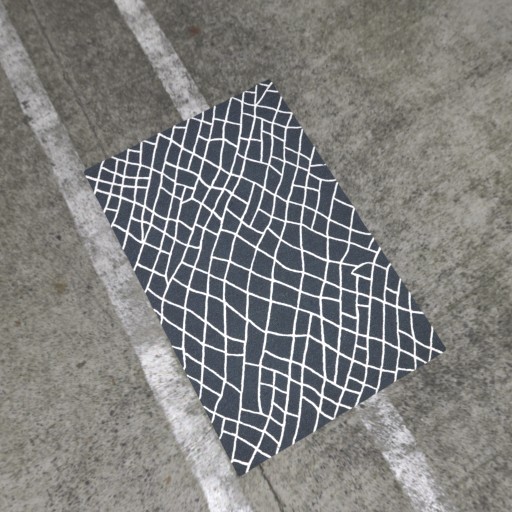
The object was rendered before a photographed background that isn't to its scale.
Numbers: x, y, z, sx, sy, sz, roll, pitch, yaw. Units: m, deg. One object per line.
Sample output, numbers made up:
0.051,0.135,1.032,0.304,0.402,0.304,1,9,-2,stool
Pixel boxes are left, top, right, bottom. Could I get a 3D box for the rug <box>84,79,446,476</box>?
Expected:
0.000,0.000,2.391,1.223,0.013,1.830,-29,78,-7,rug
